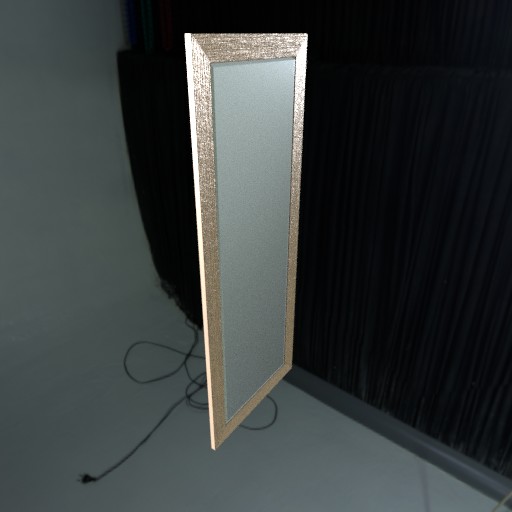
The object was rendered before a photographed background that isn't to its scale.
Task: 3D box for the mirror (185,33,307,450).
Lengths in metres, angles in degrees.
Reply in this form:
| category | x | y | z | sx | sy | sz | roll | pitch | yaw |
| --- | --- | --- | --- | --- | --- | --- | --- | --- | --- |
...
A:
| category | x | y | z | sx | sy | sz | roll | pitch | yaw |
| --- | --- | --- | --- | --- | --- | --- | --- | --- | --- |
| mirror | 0.000 | 0.000 | 2.265 | 0.026 | 2.031 | 0.812 | 17 | 32 | 31 |
